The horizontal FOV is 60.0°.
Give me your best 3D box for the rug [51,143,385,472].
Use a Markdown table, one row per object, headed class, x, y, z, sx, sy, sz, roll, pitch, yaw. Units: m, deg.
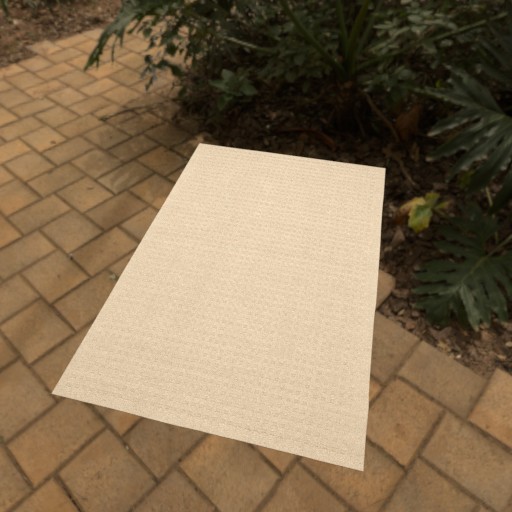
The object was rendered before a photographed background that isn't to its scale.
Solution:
| class | x | y | z | sx | sy | sz | roll | pitch | yaw |
| --- | --- | --- | --- | --- | --- | --- | --- | --- | --- |
| rug | 0.000 | 0.000 | 2.814 | 1.523 | 0.006 | 2.289 | 10 | 48 | 9 |
